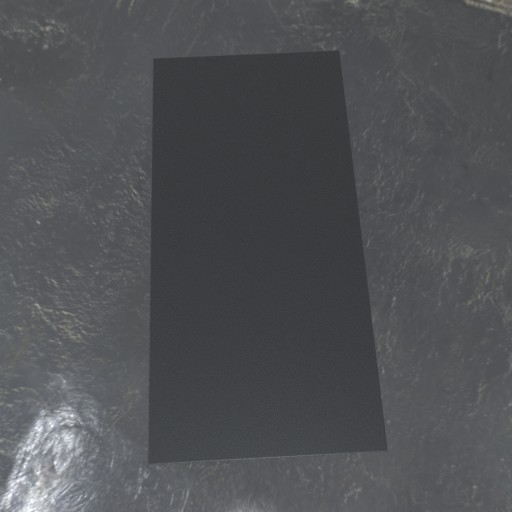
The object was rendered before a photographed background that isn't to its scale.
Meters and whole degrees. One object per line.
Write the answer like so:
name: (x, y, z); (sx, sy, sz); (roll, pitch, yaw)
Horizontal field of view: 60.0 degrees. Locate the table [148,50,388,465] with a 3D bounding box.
table: (0.000, 0.000, 1.328); (0.523, 0.470, 1.044); (-3, 74, -1)
